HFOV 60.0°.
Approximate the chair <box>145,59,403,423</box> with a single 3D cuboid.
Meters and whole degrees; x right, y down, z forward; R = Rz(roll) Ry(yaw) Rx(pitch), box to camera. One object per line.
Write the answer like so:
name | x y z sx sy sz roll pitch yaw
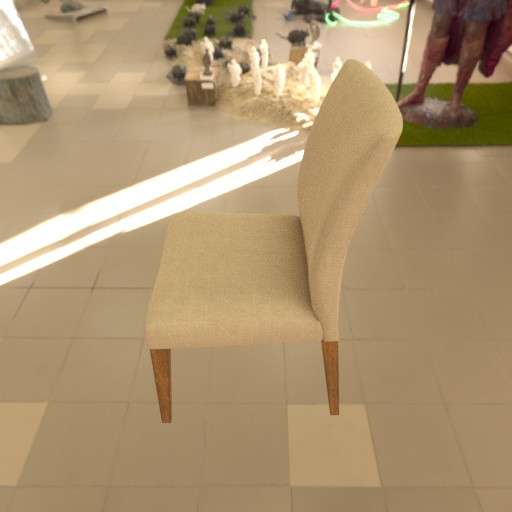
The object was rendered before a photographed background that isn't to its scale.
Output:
chair | 0.000 0.000 1.251 0.585 0.940 0.496 0 41 0
